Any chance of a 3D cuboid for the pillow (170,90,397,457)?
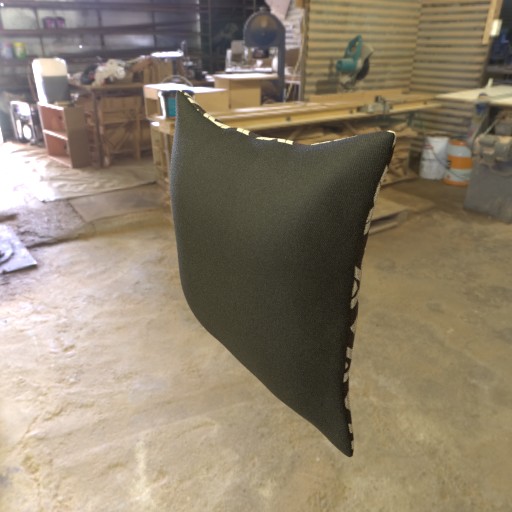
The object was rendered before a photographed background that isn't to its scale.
[{"bbox_3d":[0.000,0.000,0.757,0.188,0.494,0.504,-18,31,-32],"label":"pillow"}]
